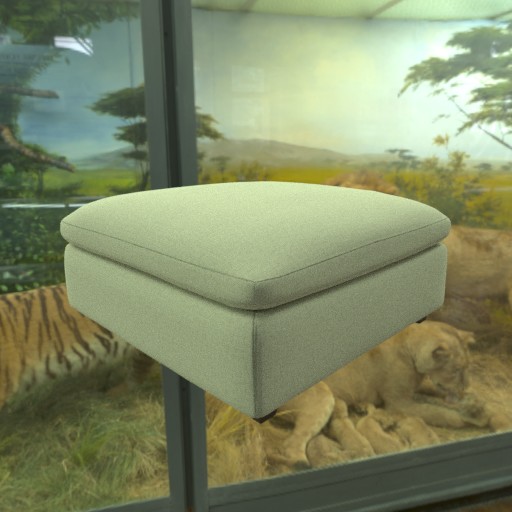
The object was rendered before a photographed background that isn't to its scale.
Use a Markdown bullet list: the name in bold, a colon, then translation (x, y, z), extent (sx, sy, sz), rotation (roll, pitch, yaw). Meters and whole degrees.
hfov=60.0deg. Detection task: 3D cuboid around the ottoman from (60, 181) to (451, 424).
- **ottoman**: translation (0.000, 0.000, 1.529), extent (0.996, 0.467, 0.977), rotation (-15, 21, -43)
